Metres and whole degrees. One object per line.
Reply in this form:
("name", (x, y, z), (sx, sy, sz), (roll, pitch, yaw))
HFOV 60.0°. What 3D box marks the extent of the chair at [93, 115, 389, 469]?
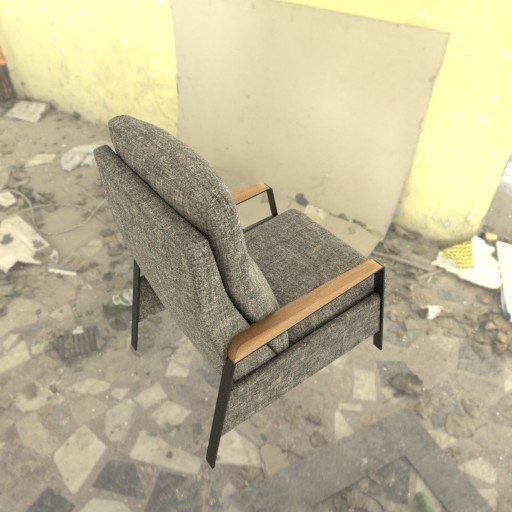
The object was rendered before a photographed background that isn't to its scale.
("chair", (0.000, 0.000, 1.600), (0.868, 1.042, 0.671), (-25, 46, -27))
